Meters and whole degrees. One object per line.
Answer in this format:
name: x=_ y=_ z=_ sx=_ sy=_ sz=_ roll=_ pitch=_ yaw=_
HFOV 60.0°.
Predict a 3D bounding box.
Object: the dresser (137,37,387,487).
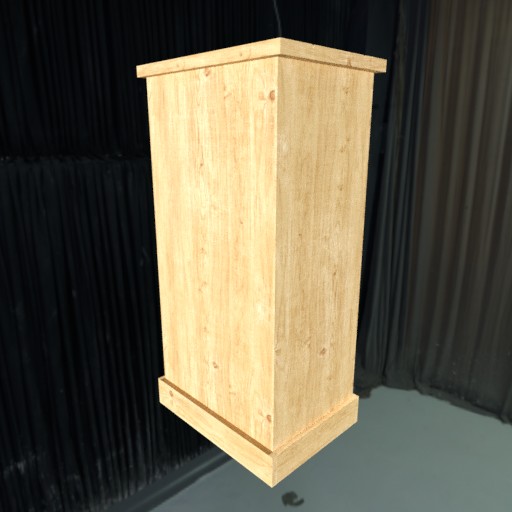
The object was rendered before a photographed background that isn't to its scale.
dresser: x=0.000 y=0.000 z=1.293 sx=0.390 sy=1.041 sz=0.531 roll=-15 pitch=21 yaw=-42
